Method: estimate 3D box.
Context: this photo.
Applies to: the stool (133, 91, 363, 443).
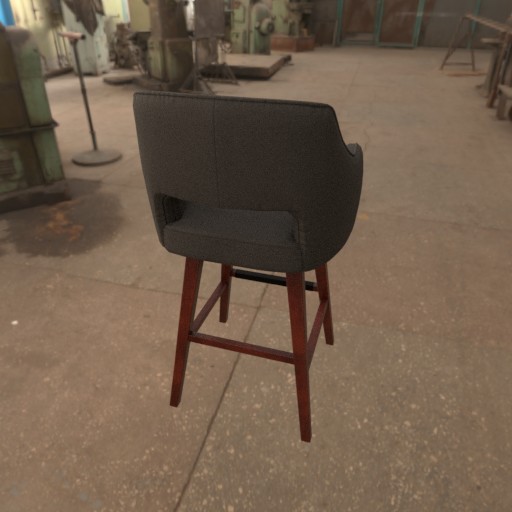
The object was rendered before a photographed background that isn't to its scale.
[{"bbox_3d":[0.000,0.000,1.319,0.548,1.012,0.558,9,32,15],"label":"stool"}]
